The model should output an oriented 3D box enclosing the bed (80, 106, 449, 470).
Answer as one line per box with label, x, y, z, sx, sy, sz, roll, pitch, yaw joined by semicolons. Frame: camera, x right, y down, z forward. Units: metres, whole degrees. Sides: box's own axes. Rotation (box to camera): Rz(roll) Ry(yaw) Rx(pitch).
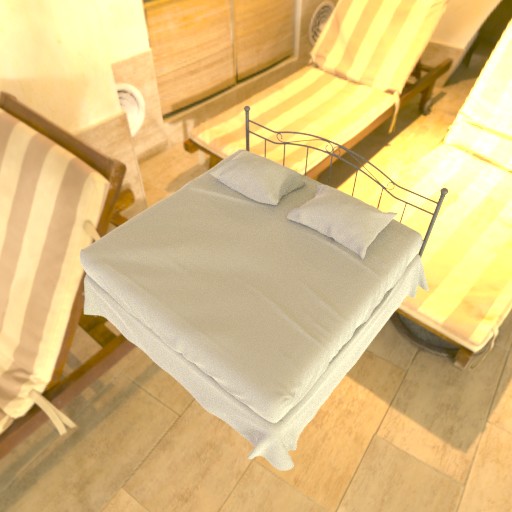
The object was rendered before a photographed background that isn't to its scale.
bed;0.000;0.000;3.589;2.309;1.080;2.220;31;54;27
